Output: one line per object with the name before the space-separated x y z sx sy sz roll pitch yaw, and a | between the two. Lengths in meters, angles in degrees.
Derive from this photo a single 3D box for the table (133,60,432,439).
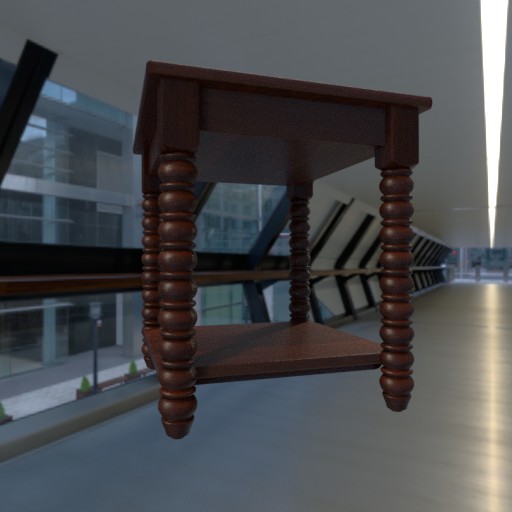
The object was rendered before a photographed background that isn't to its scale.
table | 0.000 0.000 0.967 0.500 0.567 0.533 0 0 -18
